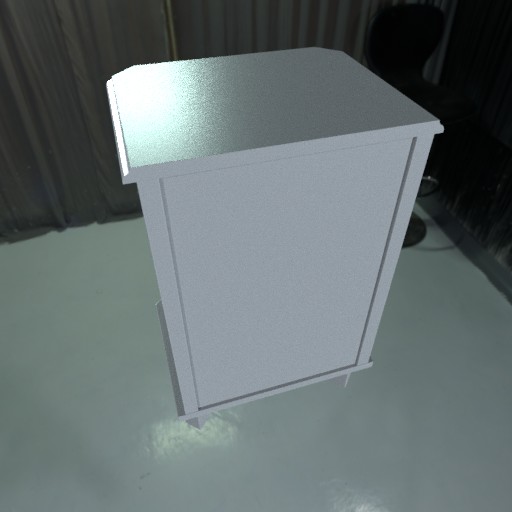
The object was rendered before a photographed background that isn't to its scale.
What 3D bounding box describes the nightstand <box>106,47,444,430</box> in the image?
[{"bbox_3d":[0.000,0.000,0.903,0.435,0.680,0.348,-12,43,-13],"label":"nightstand"}]
